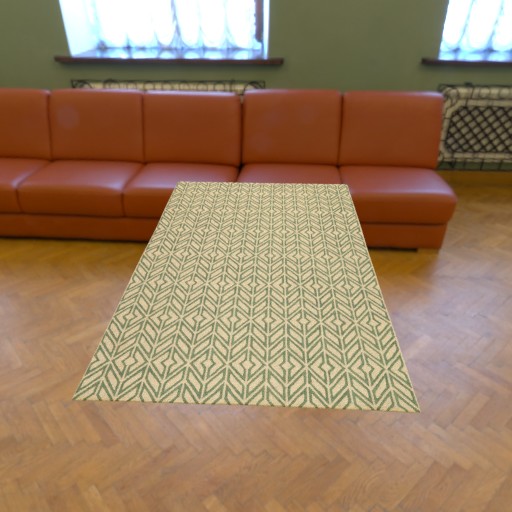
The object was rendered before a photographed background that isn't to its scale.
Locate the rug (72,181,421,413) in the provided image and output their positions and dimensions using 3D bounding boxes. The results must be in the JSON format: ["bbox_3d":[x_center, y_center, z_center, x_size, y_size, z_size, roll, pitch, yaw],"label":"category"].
[{"bbox_3d":[0.000,0.000,2.946,1.517,0.011,2.435,1,32,2],"label":"rug"}]
